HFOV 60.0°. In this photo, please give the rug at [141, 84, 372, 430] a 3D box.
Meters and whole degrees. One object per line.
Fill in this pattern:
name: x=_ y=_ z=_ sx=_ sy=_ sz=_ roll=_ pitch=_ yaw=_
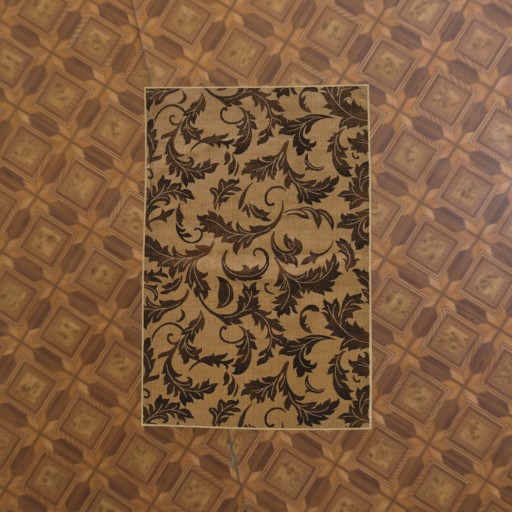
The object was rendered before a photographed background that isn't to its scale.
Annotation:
rug: x=0.000 y=0.000 z=2.945 sx=1.522 sy=0.008 sz=2.284 roll=0 pitch=89 yaw=2
